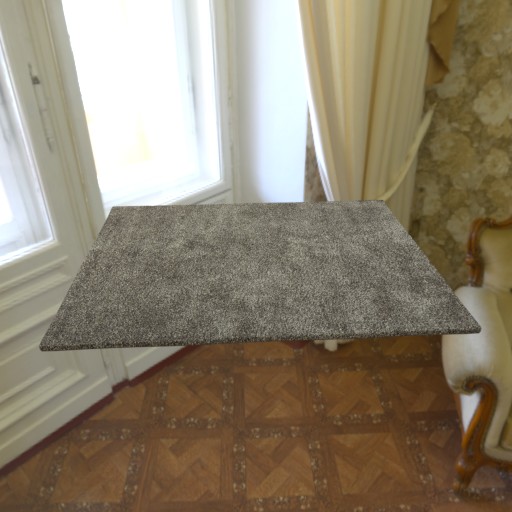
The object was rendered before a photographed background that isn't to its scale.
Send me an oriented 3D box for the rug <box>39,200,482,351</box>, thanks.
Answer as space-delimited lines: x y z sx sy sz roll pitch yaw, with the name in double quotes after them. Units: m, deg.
0.000 0.000 2.110 1.601 0.025 1.198 -2 31 -3 "rug"
